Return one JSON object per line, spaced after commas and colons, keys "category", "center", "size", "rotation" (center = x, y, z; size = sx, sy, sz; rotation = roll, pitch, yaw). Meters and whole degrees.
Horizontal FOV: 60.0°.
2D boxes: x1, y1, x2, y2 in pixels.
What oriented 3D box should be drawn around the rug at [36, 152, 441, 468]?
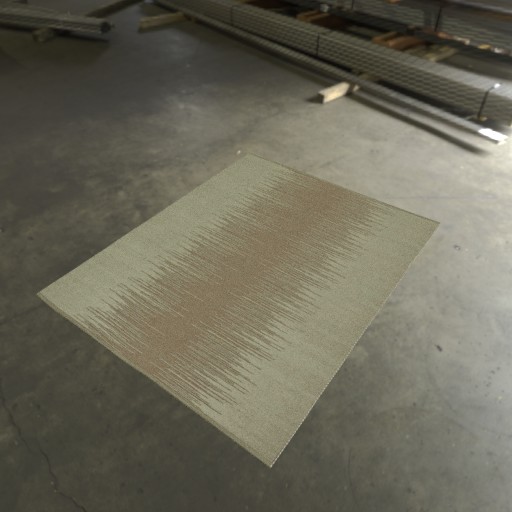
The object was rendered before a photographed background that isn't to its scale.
{"category": "rug", "center": [0.000, 0.000, 4.142], "size": [2.438, 0.013, 3.048], "rotation": [26, 48, 26]}
